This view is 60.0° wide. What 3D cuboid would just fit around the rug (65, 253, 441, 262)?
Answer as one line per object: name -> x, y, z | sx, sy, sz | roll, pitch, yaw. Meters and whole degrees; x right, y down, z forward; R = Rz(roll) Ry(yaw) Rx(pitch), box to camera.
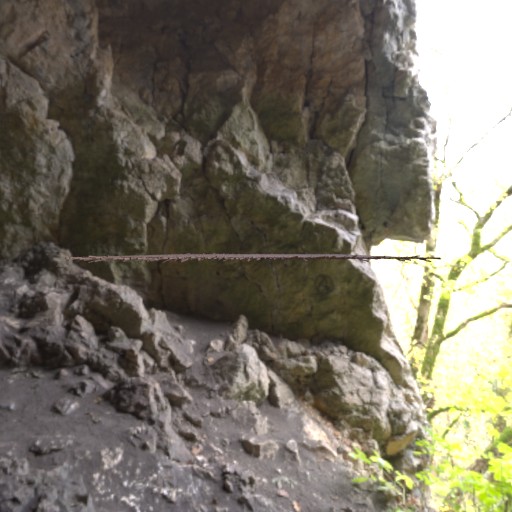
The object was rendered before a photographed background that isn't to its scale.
rug -> 0.000, 0.000, 2.436 | 1.224, 0.027, 2.085 | 0, 1, 1
